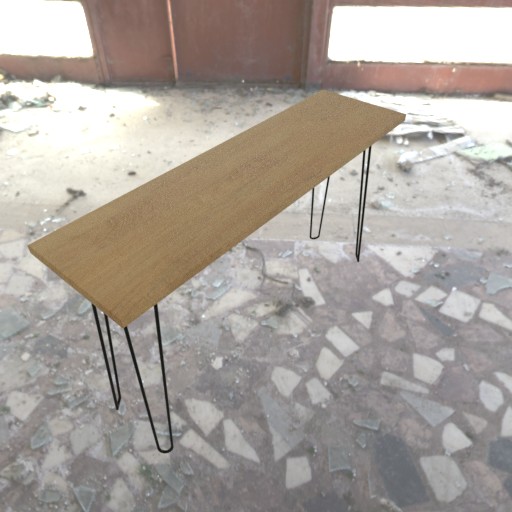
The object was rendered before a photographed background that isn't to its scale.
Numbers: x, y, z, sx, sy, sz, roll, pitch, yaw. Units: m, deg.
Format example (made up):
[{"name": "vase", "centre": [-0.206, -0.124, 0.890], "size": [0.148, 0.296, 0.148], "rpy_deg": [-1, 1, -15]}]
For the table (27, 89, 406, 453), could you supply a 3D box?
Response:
[{"name": "table", "centre": [0.000, 0.000, 1.736], "size": [0.399, 0.799, 1.400], "rpy_deg": [29, 49, 29]}]
